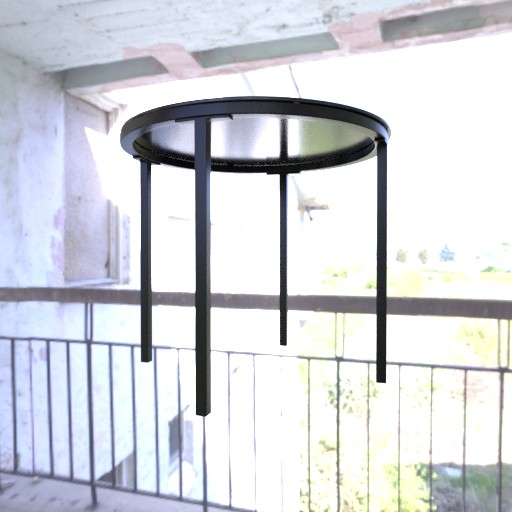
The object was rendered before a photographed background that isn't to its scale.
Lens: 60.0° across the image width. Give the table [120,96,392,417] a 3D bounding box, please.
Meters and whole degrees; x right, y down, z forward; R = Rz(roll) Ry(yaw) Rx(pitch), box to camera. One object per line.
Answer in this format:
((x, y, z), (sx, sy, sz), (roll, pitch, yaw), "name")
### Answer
((0.000, 0.000, 0.855), (0.499, 0.443, 0.499), (0, 1, 0), "table")
